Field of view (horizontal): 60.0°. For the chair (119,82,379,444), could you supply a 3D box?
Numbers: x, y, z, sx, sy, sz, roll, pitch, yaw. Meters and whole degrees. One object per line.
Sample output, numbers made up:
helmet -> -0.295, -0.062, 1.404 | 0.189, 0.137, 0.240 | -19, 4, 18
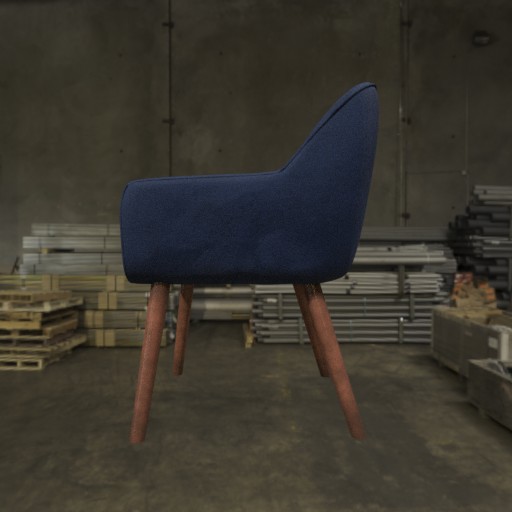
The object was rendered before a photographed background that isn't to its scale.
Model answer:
chair -> 0.000, 0.000, 1.247 | 0.600, 0.820, 0.600 | 0, 1, 0
